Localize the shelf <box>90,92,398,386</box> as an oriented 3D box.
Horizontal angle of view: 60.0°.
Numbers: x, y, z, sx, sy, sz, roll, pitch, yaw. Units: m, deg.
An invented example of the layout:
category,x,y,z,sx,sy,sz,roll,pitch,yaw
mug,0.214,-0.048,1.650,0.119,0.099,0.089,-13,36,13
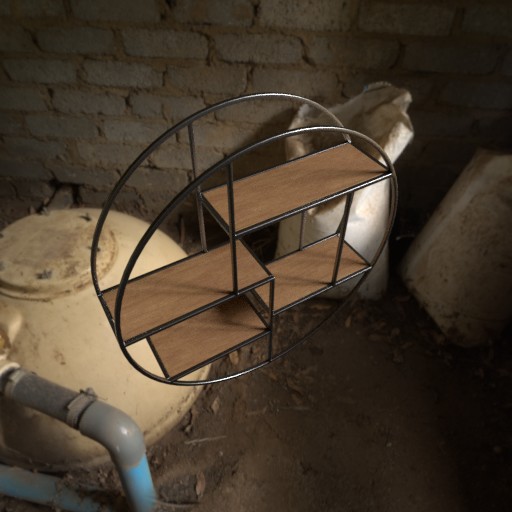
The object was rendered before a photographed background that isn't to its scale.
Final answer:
category,x,y,z,sx,sy,sz,roll,pitch,yaw
shelf,0.000,0.000,1.297,0.888,0.888,0.202,-23,50,-21
